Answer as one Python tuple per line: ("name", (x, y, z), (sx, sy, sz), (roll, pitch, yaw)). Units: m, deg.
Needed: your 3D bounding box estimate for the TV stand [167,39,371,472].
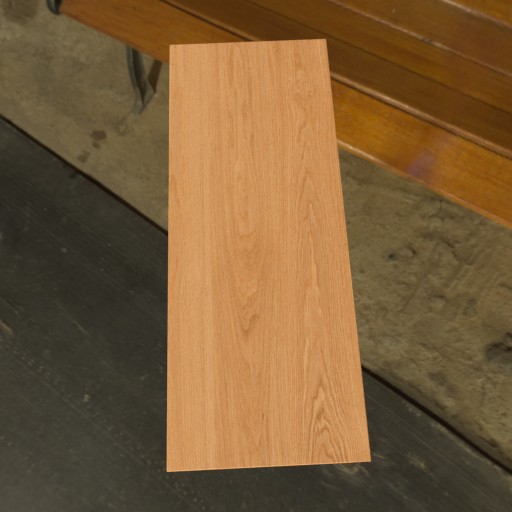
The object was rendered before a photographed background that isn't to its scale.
("TV stand", (0.000, 0.000, 1.346), (0.440, 0.550, 1.080), (-3, 74, -1))
